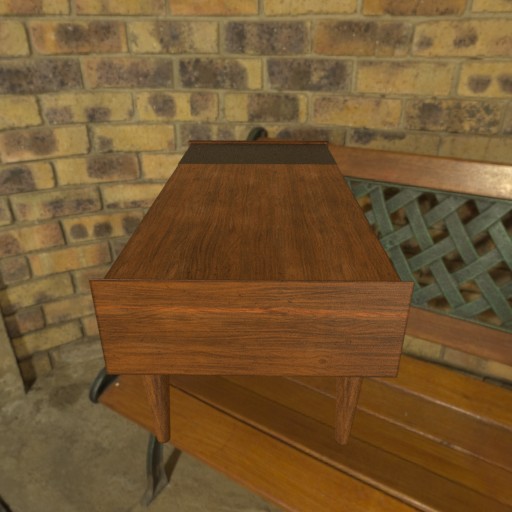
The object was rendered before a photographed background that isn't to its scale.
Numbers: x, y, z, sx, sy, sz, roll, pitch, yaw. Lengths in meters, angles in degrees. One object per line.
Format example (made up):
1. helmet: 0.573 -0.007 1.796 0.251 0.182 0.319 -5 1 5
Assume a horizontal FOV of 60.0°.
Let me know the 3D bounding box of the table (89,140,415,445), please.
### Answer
1. table: 0.000 0.000 1.488 0.610 0.508 1.221 0 27 1
